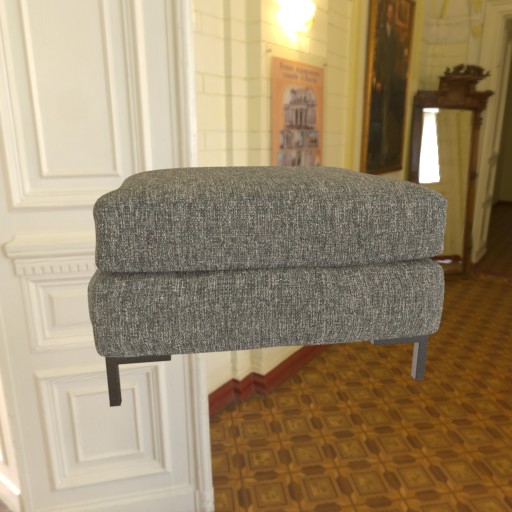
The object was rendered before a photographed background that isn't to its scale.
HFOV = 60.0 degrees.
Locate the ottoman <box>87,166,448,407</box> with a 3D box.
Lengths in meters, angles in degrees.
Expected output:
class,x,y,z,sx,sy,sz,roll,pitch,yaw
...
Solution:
class,x,y,z,sx,sy,sz,roll,pitch,yaw
ottoman,0.000,0.000,1.246,0.828,0.480,0.683,-2,15,-9
